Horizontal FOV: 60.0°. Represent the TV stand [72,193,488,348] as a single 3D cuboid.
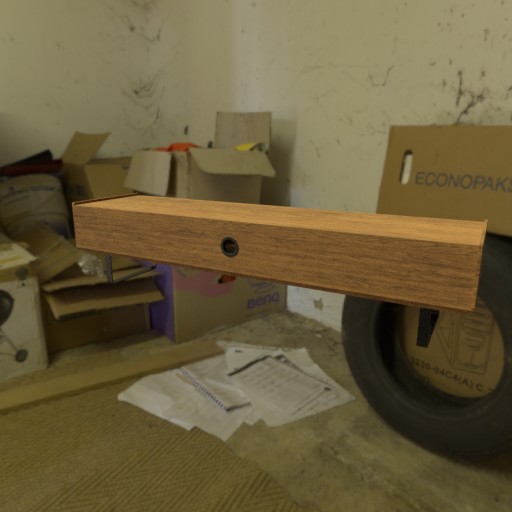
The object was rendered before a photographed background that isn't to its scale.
[{"bbox_3d":[0.000,0.000,1.986,1.796,0.415,0.467,8,17,27],"label":"TV stand"}]
